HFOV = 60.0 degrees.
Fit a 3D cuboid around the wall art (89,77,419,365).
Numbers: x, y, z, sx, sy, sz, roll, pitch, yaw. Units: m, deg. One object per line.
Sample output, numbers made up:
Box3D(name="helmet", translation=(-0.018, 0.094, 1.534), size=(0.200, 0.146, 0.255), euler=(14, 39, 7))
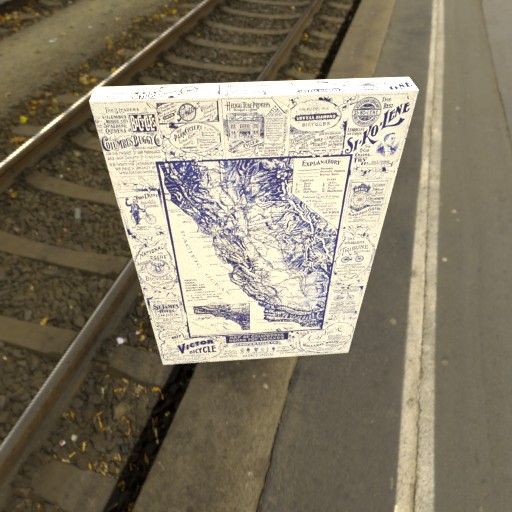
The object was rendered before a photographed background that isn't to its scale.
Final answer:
Box3D(name="wall art", translation=(0.000, 0.000, 0.483), size=(0.255, 0.376, 0.025), euler=(-3, 45, -3))
